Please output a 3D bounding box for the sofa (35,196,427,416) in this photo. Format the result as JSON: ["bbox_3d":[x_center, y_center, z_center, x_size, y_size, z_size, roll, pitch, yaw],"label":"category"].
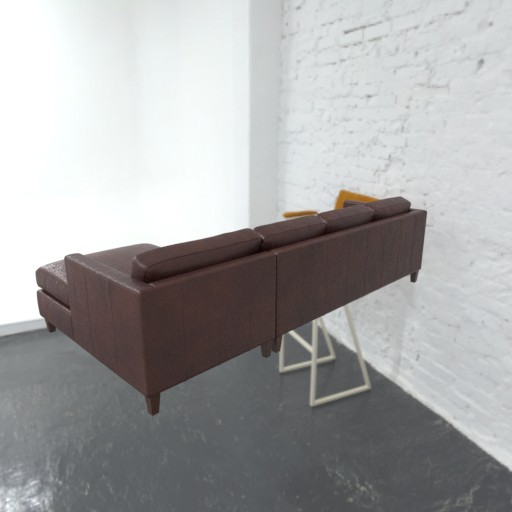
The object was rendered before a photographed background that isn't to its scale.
[{"bbox_3d":[0.000,0.000,3.894,3.203,0.883,1.581,-16,22,-43],"label":"sofa"}]
